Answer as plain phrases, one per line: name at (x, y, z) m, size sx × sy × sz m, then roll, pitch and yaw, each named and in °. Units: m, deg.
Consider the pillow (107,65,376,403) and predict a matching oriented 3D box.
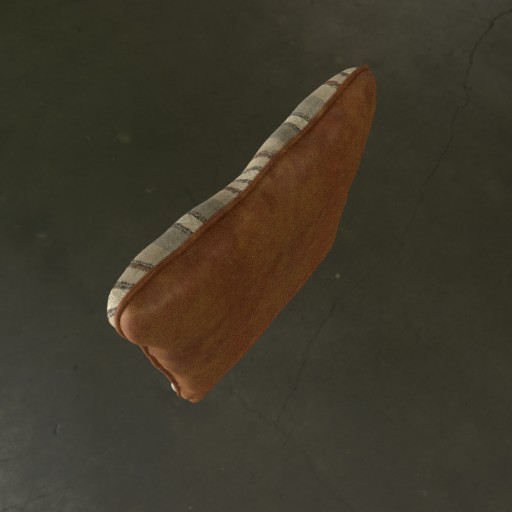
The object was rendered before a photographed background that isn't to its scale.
pillow at (0.000, 0.000, 0.740) m, size 0.130 × 0.490 × 0.489 m, roll 36°, pitch 68°, yaw 17°
